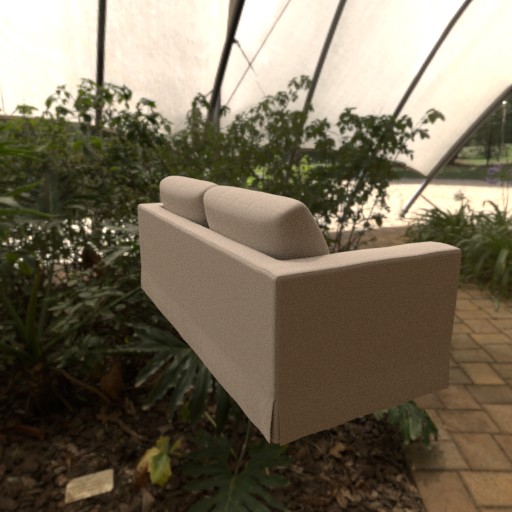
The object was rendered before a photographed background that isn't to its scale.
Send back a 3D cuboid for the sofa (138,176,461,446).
[{"bbox_3d":[0.000,0.000,2.680,0.954,0.881,2.163,-7,16,-26],"label":"sofa"}]
